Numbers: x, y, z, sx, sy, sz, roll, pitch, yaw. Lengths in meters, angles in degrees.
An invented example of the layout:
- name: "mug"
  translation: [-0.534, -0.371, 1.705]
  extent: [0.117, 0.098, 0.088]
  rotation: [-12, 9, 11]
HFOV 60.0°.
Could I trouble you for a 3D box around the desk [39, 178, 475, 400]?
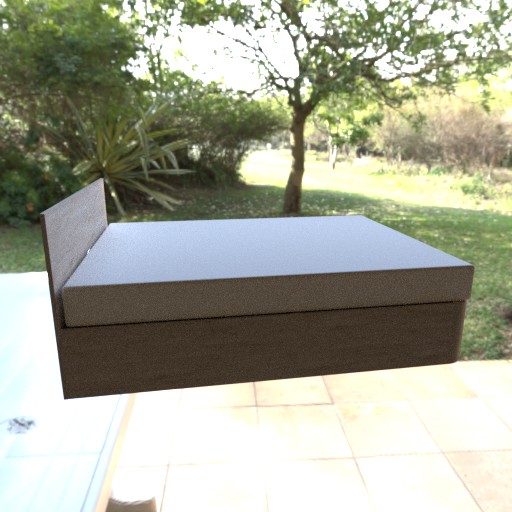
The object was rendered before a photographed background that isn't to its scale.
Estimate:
- name: "desk"
  translation: [0.000, 0.000, 2.599]
  extent: [1.900, 0.800, 1.400]
  rotation: [-3, 16, -9]
